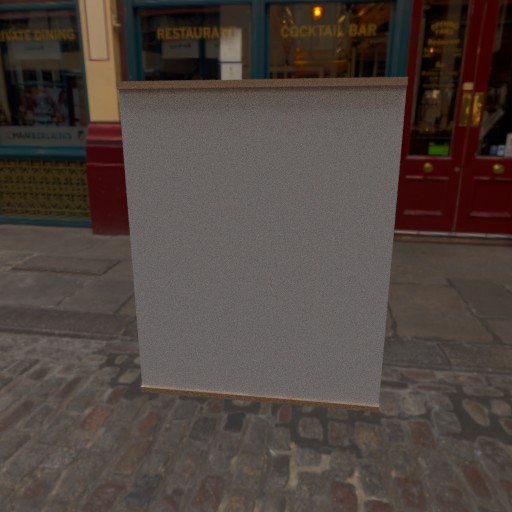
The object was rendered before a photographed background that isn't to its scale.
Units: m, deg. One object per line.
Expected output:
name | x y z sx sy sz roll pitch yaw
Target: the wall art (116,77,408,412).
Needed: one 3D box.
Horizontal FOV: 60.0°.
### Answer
wall art | 0.000 0.000 0.685 0.405 0.508 0.012 2 16 8
